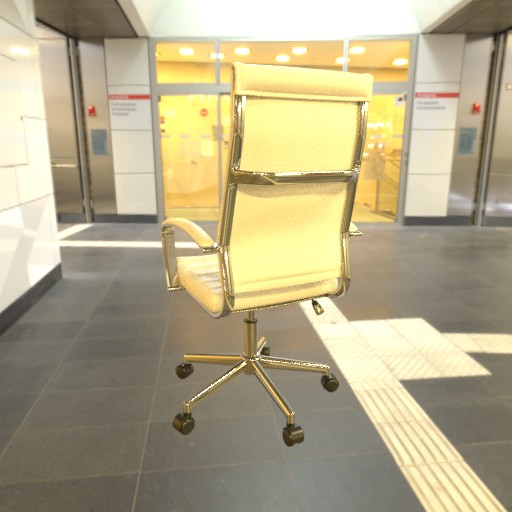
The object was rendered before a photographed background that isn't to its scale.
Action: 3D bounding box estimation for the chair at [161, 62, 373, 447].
[{"bbox_3d":[0.000,0.000,1.561,0.679,1.149,0.679,-7,16,-26],"label":"chair"}]
